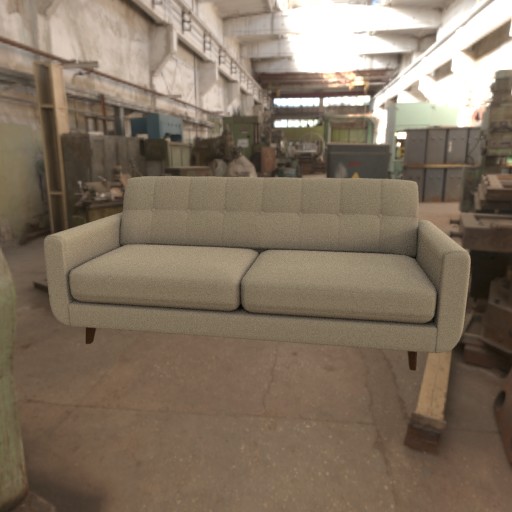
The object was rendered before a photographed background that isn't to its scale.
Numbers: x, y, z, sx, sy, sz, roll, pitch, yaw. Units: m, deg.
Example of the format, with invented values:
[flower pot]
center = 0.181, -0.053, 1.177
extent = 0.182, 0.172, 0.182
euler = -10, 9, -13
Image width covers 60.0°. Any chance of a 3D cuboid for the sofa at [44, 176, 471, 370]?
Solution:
[sofa]
center = 0.000, 0.000, 2.653
extent = 2.137, 0.892, 0.980
euler = 2, 14, 10
